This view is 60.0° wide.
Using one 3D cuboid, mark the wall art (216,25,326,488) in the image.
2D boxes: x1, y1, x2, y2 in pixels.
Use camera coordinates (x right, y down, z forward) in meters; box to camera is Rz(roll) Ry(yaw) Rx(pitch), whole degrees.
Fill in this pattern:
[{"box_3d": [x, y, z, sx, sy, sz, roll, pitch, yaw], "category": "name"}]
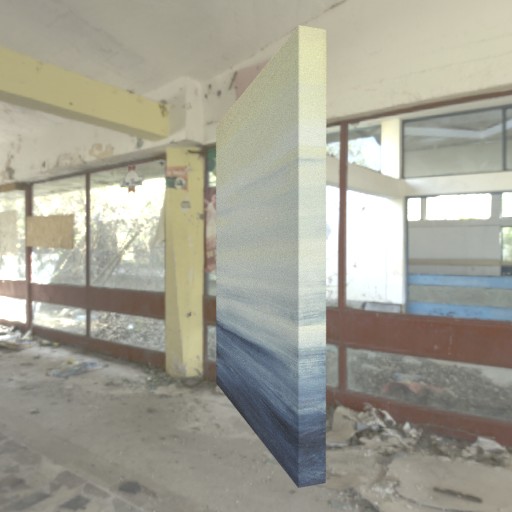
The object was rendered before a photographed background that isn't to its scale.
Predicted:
[{"box_3d": [0.000, 0.000, 0.821, 0.040, 0.608, 0.489, 0, 0, -18], "category": "wall art"}]
